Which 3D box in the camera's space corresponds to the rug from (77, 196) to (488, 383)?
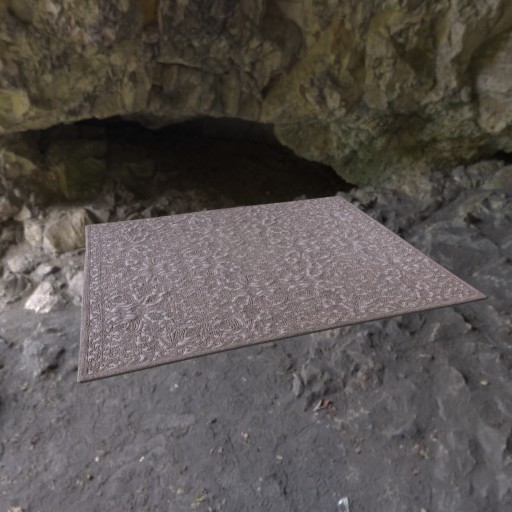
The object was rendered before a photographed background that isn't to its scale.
[{"bbox_3d":[0.000,0.000,4.072,3.017,0.035,2.472,-8,28,-16],"label":"rug"}]
